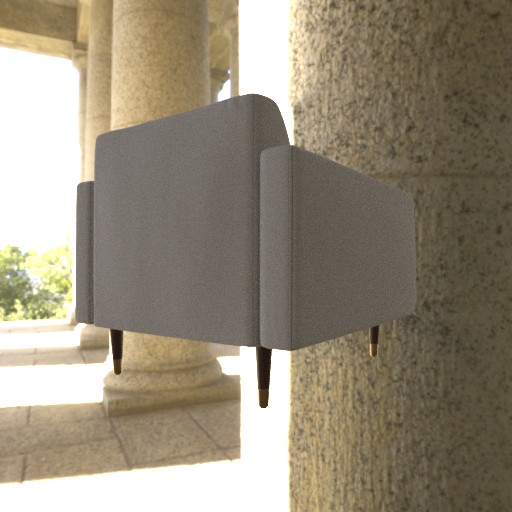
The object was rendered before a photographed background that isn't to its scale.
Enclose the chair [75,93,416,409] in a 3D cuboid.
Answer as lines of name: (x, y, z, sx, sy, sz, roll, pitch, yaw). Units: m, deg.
chair: (0.000, 0.000, 1.674, 0.953, 0.819, 0.998, -1, -1, 36)
